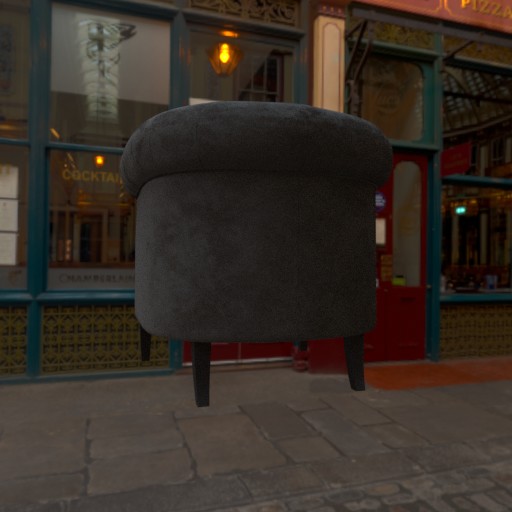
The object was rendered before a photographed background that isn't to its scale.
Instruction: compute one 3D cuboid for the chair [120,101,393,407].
[{"bbox_3d":[0.000,0.000,1.542,0.904,0.826,0.851,0,-1,-18],"label":"chair"}]
